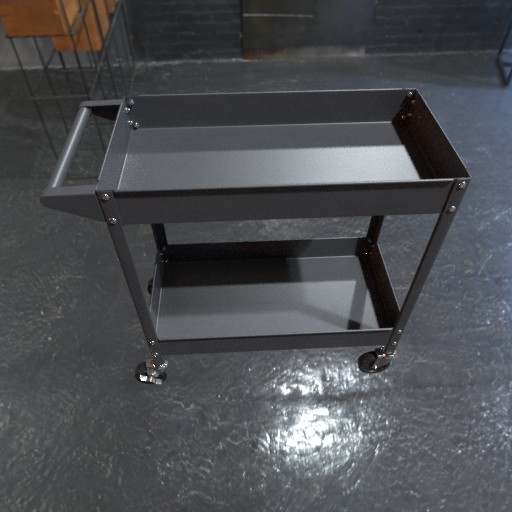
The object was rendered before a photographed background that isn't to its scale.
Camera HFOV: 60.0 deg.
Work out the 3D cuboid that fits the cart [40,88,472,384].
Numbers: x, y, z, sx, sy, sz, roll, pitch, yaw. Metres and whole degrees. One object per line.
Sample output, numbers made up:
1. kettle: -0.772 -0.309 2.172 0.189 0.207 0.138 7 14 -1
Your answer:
1. cart: 0.000 0.000 1.150 0.779 0.719 0.366 -2 47 -2
